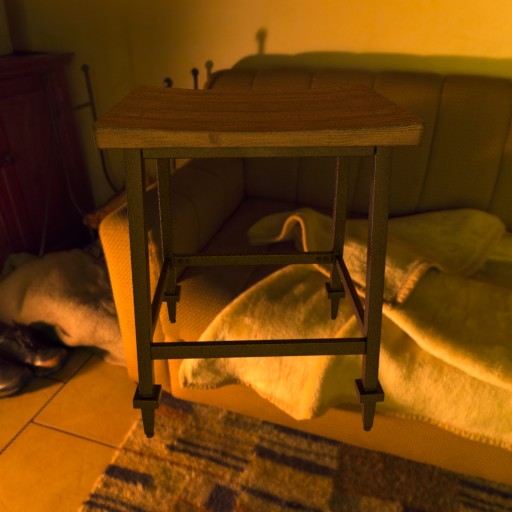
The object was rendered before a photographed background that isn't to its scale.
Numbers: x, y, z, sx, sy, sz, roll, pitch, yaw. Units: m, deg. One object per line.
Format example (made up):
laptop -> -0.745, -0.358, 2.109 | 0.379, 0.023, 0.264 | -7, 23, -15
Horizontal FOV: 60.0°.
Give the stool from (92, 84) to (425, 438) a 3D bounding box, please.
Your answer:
stool -> 0.000, 0.000, 0.926 | 0.486, 0.625, 0.405 | -1, 30, -2
